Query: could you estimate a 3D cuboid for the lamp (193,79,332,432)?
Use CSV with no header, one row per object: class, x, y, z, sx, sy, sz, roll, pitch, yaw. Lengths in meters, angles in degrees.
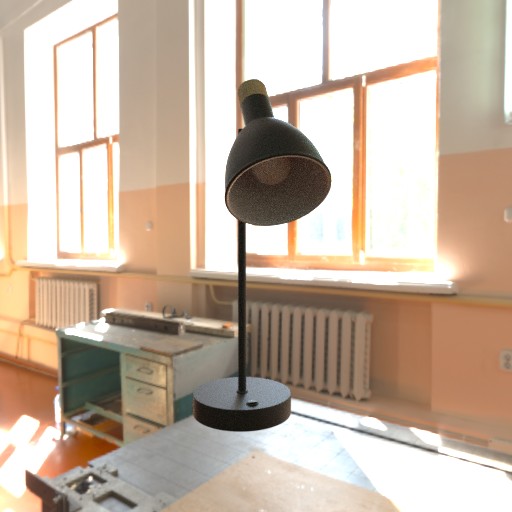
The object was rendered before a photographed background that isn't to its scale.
lamp,0.000,0.000,0.613,0.152,0.483,0.287,-1,2,-18
